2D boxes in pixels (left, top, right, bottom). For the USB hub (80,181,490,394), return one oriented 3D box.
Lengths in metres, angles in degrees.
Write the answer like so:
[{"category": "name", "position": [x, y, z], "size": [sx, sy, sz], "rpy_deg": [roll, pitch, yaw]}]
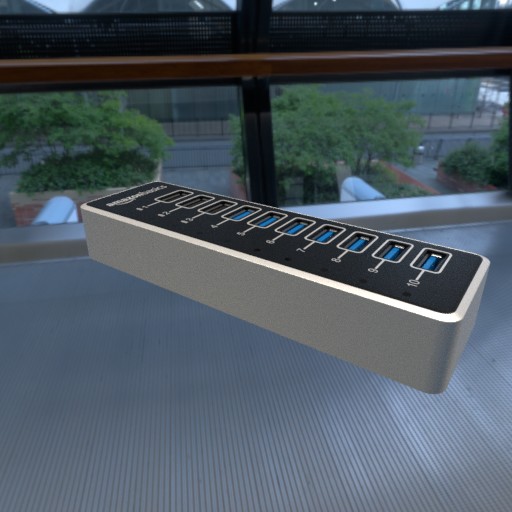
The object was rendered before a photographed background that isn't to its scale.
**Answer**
[{"category": "USB hub", "position": [0.000, 0.000, 0.160], "size": [0.145, 0.023, 0.044], "rpy_deg": [17, 31, 31]}]
